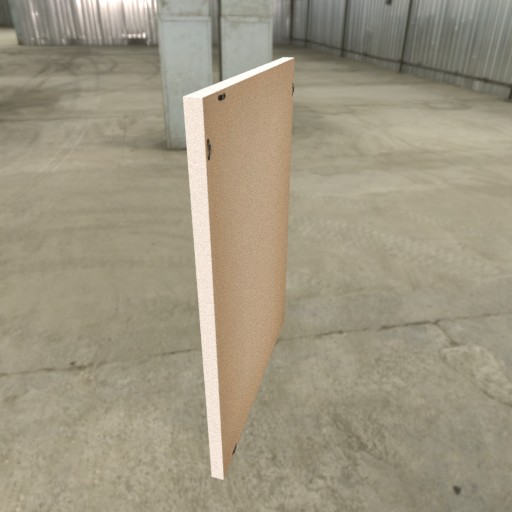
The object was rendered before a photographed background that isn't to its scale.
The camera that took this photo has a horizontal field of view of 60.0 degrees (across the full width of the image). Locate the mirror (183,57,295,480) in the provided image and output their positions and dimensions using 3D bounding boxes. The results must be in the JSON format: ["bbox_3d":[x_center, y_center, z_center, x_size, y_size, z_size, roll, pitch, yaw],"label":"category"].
[{"bbox_3d":[0.000,0.000,1.313,0.041,1.016,0.762,8,30,14],"label":"mirror"}]
